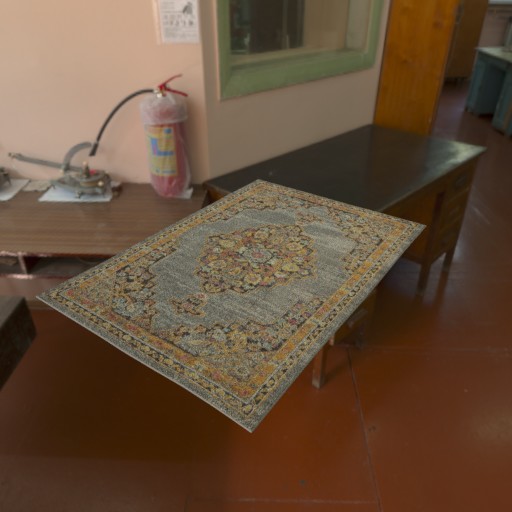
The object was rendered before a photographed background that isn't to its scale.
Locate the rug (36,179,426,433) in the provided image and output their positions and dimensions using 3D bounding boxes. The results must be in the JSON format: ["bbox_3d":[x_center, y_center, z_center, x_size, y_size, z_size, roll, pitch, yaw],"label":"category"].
[{"bbox_3d":[0.000,0.000,4.072,2.158,0.024,3.063,21,37,30],"label":"rug"}]
